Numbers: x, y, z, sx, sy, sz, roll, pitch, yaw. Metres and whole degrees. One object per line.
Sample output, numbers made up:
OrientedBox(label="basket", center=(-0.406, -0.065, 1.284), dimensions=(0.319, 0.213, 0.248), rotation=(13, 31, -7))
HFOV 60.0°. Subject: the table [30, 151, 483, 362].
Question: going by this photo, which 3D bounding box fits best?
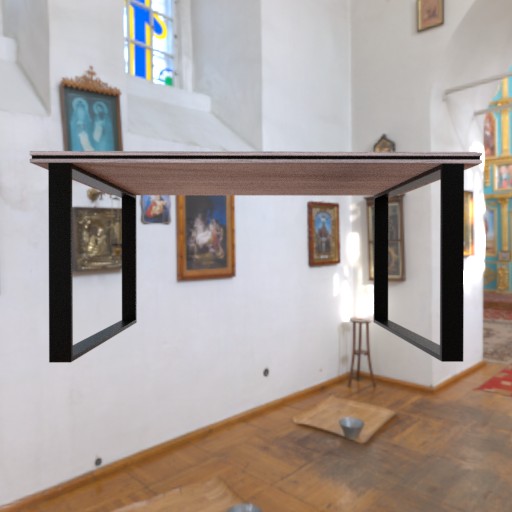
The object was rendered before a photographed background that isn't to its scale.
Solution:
OrientedBox(label="table", center=(0.000, 0.000, 1.988), dimensions=(1.579, 0.736, 0.881), rotation=(0, 0, 0))
